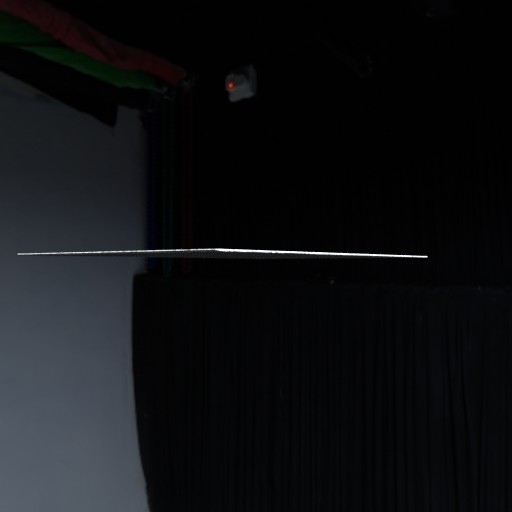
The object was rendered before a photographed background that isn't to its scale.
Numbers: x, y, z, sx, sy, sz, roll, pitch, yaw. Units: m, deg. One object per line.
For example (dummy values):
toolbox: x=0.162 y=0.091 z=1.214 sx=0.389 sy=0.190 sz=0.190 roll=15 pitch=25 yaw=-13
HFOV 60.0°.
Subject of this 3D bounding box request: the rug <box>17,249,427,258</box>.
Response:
rug: x=0.000 y=0.000 z=2.995 sx=1.546 sy=0.010 sz=2.442 roll=-1 pitch=-1 yaw=38
